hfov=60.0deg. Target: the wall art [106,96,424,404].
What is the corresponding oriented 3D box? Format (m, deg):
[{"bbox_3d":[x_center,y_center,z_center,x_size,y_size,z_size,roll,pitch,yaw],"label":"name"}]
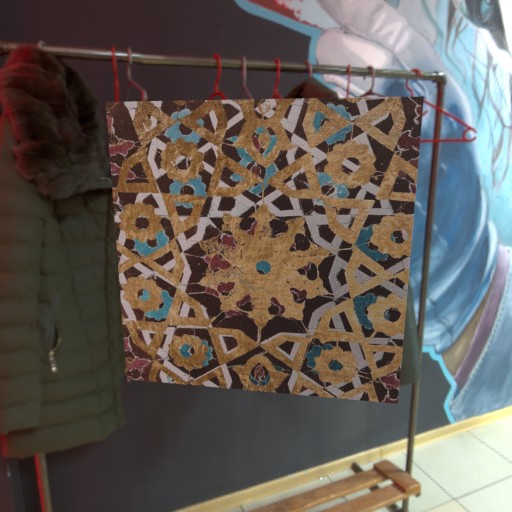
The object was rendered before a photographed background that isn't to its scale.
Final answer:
[{"bbox_3d":[0.000,0.000,0.609,0.404,0.406,0.010,2,14,9],"label":"wall art"}]
